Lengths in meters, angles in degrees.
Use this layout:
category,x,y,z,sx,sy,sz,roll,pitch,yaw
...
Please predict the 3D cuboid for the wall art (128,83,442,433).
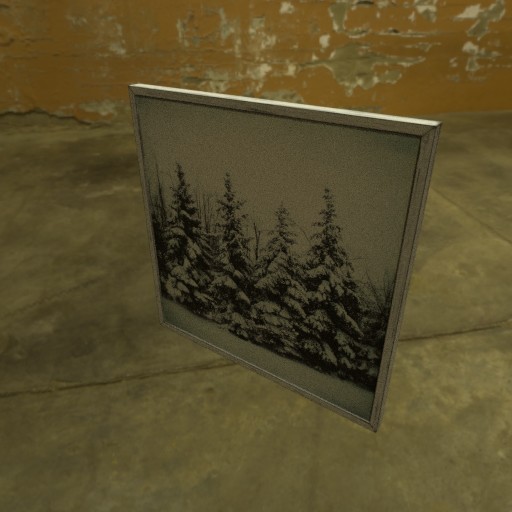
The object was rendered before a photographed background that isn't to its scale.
category,x,y,z,sx,sy,sz,roll,pitch,yaw
wall art,0.000,0.000,1.130,0.761,0.761,0.037,19,34,30
